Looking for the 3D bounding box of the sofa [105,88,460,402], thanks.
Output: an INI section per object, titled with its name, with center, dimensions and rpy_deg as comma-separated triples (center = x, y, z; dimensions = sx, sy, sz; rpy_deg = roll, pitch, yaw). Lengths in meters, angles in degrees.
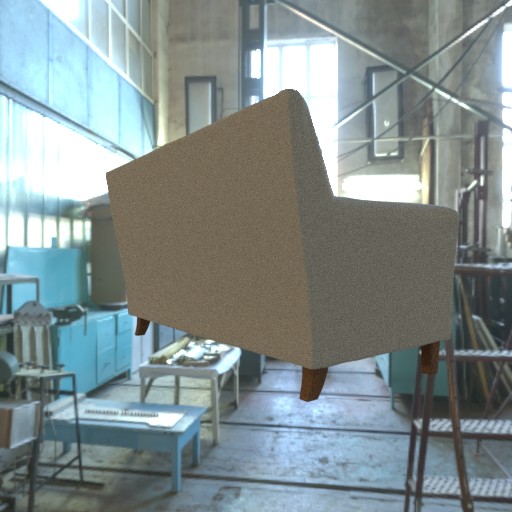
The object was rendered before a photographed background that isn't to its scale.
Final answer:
[sofa]
center = 0.000, 0.000, 1.997
dimensions = 0.888, 0.890, 1.482
rpy_deg = 0, 0, -36
